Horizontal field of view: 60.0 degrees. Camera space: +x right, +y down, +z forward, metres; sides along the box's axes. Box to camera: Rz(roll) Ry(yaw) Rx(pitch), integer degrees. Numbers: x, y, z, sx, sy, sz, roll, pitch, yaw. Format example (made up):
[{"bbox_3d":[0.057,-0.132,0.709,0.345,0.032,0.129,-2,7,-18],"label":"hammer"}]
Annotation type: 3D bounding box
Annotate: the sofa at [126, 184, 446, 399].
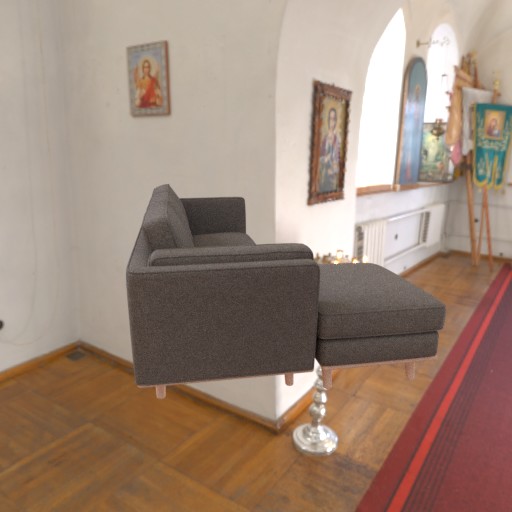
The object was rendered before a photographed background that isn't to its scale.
[{"bbox_3d":[0.000,0.000,3.236,1.604,0.929,2.411,-3,15,-10],"label":"sofa"}]
